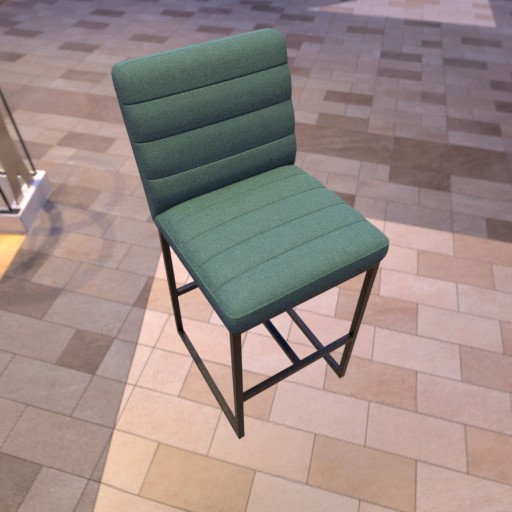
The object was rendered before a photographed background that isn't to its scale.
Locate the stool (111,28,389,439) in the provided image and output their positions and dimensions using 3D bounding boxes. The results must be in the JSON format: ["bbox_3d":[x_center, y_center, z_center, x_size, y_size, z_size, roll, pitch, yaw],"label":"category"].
[{"bbox_3d":[0.000,0.000,1.293,0.460,1.040,0.560,-24,51,-21],"label":"stool"}]
